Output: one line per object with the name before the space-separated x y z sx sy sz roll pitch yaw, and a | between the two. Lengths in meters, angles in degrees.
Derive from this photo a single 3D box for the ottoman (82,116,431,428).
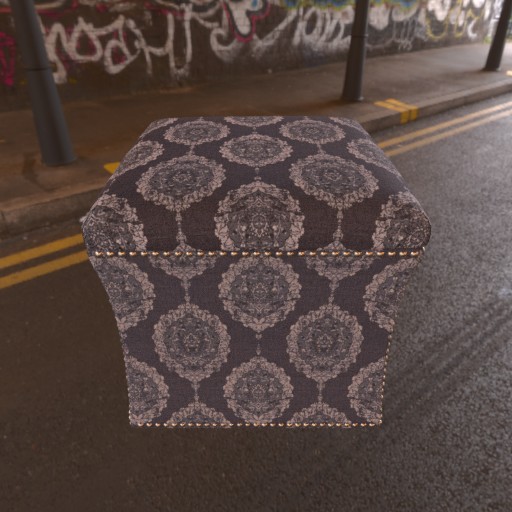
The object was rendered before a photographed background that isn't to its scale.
ottoman | 0.000 0.000 0.902 0.497 0.475 0.507 0 32 0
